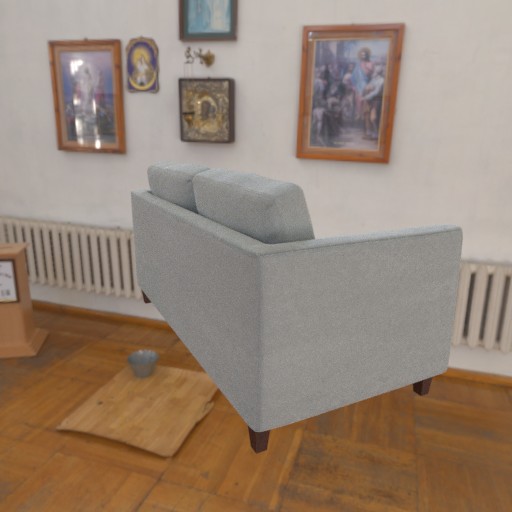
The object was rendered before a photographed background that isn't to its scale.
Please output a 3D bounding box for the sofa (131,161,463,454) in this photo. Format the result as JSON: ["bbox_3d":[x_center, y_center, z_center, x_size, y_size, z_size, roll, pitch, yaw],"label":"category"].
[{"bbox_3d":[0.000,0.000,2.396,0.950,0.963,1.884,-7,17,-26],"label":"sofa"}]
